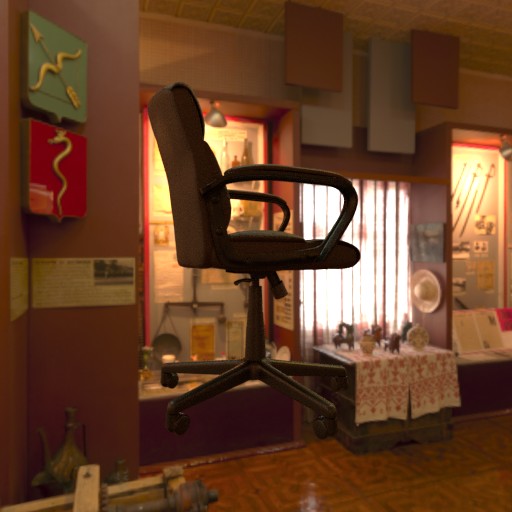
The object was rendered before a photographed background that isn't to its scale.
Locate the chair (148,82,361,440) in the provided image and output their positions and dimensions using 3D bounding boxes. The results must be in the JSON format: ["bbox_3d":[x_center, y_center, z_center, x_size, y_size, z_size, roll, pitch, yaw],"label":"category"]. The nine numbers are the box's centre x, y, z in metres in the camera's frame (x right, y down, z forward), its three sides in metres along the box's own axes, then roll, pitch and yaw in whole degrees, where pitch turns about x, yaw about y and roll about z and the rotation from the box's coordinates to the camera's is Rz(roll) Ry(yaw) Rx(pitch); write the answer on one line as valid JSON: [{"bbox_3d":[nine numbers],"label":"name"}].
[{"bbox_3d":[0.000,0.000,1.512,0.717,1.004,0.739,0,0,-18],"label":"chair"}]
